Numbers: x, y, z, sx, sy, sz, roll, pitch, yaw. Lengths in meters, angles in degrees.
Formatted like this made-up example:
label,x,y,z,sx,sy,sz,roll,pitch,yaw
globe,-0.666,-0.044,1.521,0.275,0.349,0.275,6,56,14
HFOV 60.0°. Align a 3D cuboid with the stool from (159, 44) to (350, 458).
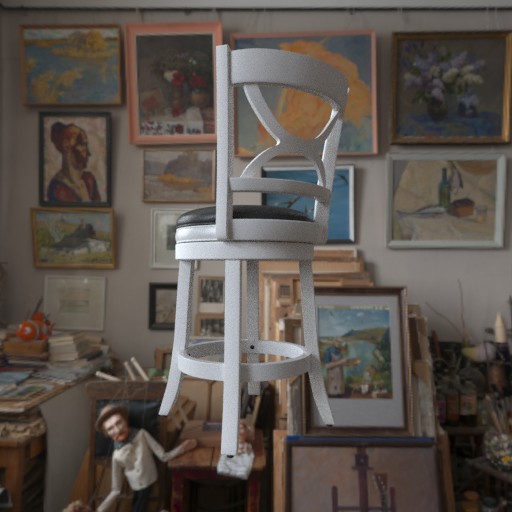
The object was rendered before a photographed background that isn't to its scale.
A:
label,x,y,z,sx,sy,sz,roll,pitch,yaw
stool,0.000,0.000,1.252,0.444,0.953,0.508,1,-2,-37
